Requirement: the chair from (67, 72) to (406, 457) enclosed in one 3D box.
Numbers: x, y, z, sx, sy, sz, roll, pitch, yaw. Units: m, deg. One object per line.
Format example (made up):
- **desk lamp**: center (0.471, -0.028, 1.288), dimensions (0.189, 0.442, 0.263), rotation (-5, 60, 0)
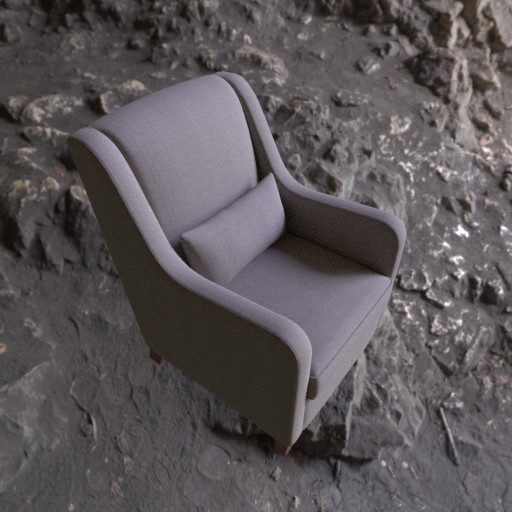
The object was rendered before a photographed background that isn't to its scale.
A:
- **chair**: center (0.000, 0.000, 1.618), dimensions (0.890, 1.017, 0.715), rotation (27, 48, 27)
